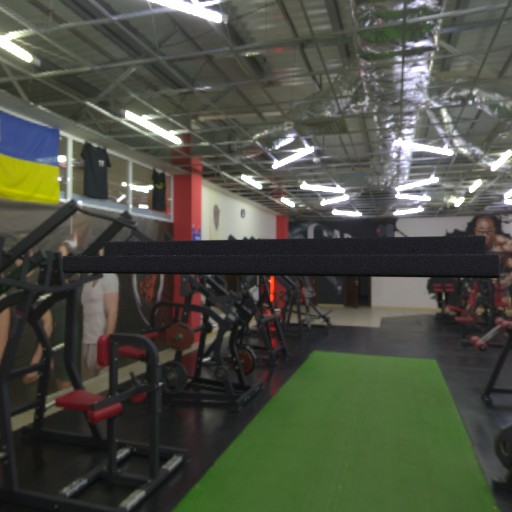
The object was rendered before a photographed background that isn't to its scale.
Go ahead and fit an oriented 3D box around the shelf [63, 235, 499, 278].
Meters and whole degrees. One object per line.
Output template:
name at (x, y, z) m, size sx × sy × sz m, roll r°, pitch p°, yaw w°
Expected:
shelf at (0.000, 0.000, 0.637) m, size 0.605 × 0.053 × 0.102 m, roll 0°, pitch -1°, yaw 20°
